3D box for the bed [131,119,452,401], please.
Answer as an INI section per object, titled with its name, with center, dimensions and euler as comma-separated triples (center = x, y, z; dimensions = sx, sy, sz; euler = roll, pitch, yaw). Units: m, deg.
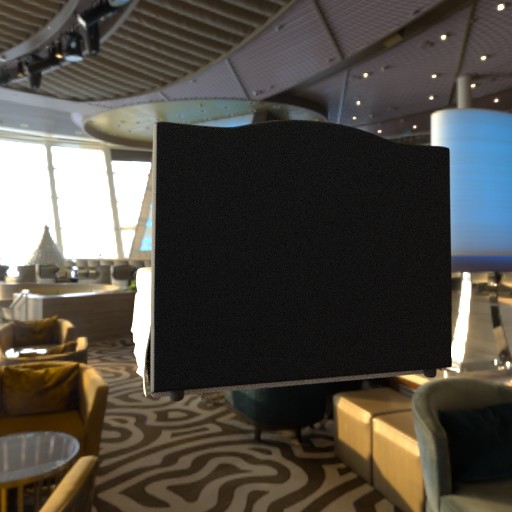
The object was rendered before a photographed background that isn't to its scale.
[bed]
center = 0.000, 0.000, 3.434
dimensions = 1.821, 1.436, 2.282
euler = 0, 0, -17
